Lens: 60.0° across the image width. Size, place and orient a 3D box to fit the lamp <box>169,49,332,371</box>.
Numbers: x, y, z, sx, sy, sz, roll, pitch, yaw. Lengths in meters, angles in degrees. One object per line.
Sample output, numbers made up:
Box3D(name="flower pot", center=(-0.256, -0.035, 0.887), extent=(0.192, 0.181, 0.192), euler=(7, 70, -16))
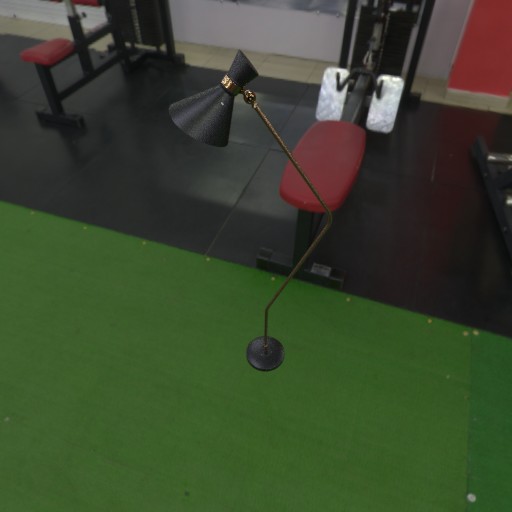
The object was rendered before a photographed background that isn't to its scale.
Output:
Box3D(name="lamp", center=(0.000, 0.000, 1.621), extent=(0.467, 1.438, 0.277), euler=(16, 48, 15))
